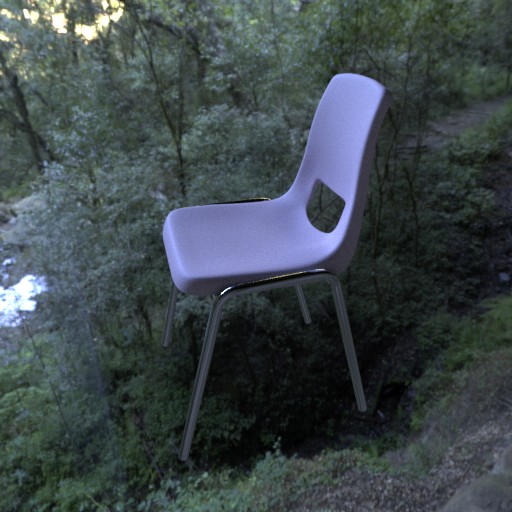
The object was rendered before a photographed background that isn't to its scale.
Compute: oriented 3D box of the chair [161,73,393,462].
[{"bbox_3d":[0.000,0.000,0.945,0.436,0.704,0.381,-8,30,-14],"label":"chair"}]
